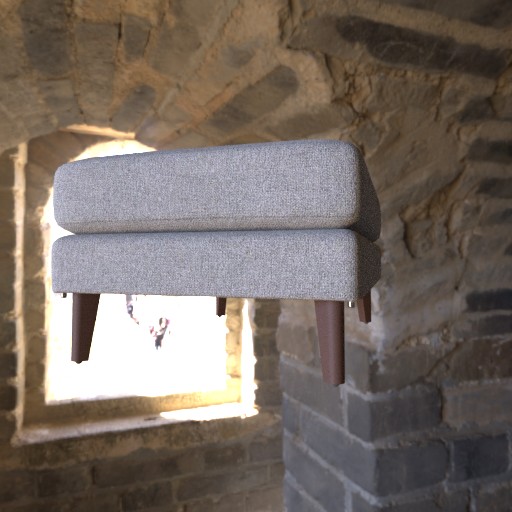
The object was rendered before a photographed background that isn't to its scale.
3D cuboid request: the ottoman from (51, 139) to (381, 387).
[{"bbox_3d":[0.000,0.000,1.172,0.611,0.441,0.821,0,0,18],"label":"ottoman"}]
